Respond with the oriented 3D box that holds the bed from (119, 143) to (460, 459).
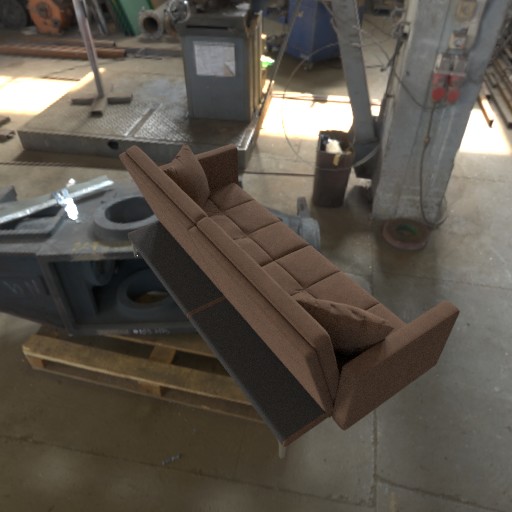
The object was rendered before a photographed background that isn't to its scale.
[{"bbox_3d":[0.000,0.000,2.440,0.889,0.787,1.905,-24,47,-25],"label":"bed"}]
